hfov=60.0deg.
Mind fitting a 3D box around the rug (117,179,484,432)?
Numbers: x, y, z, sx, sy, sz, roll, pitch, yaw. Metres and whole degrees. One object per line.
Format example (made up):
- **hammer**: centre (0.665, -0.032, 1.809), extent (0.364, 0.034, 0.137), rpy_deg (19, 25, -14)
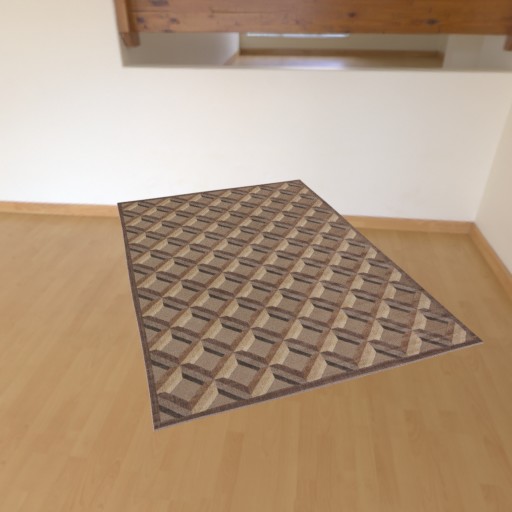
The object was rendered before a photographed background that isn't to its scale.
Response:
- **rug**: centre (0.000, 0.000, 2.861), extent (1.600, 0.013, 2.260), rpy_deg (-10, 33, -16)
